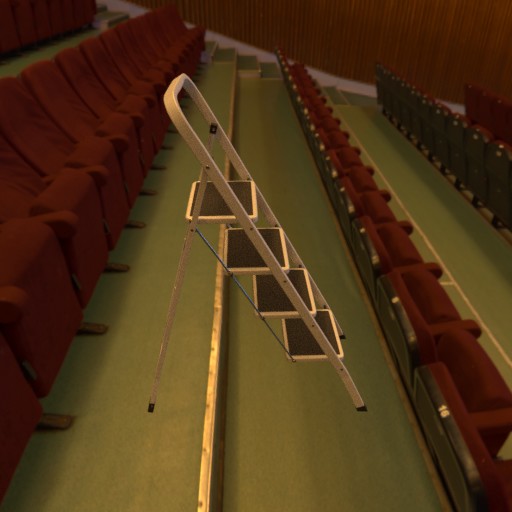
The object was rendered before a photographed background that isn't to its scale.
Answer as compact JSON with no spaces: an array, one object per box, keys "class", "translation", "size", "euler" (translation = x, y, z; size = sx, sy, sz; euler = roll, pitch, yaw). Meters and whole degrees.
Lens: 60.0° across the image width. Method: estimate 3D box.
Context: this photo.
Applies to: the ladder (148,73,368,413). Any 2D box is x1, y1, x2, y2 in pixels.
[{"class":"ladder","translation":[0.000,0.000,1.686],"size":[0.914,1.265,0.460],"euler":[-1,32,-2]}]
